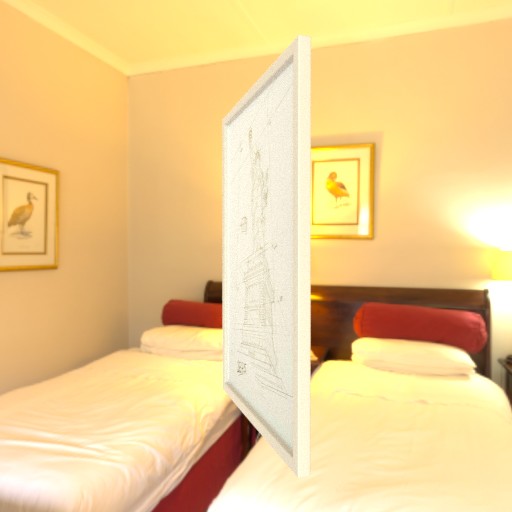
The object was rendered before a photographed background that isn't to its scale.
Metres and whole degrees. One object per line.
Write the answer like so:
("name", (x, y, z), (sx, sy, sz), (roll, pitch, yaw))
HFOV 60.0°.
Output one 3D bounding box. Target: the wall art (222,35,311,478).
("wall art", (0.000, 0.000, 1.566), (0.038, 1.183, 0.808), (0, 1, -19))
